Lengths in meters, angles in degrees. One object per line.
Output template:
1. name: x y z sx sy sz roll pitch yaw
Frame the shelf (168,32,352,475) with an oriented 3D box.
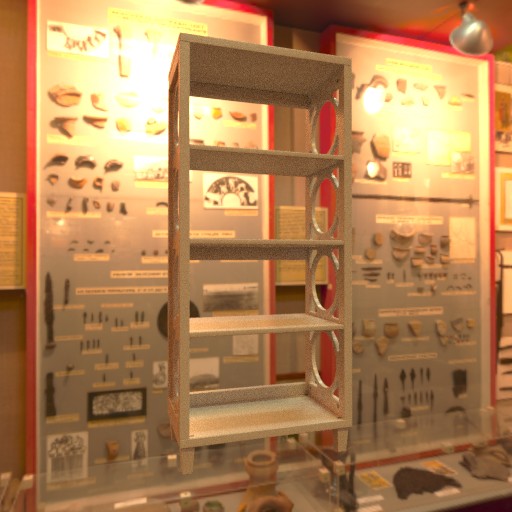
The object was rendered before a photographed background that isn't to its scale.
1. shelf: 0.000 0.000 1.647 0.611 1.411 0.340 0 0 -18
